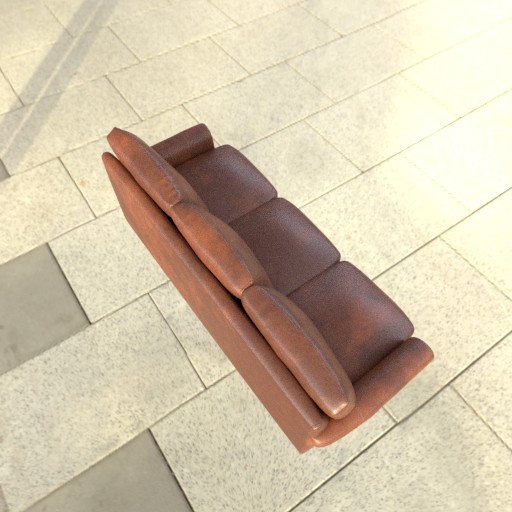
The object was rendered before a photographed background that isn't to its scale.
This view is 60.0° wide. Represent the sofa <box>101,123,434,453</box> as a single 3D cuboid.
[{"bbox_3d":[0.000,0.000,2.883,0.973,0.977,2.351,-32,63,-19],"label":"sofa"}]
